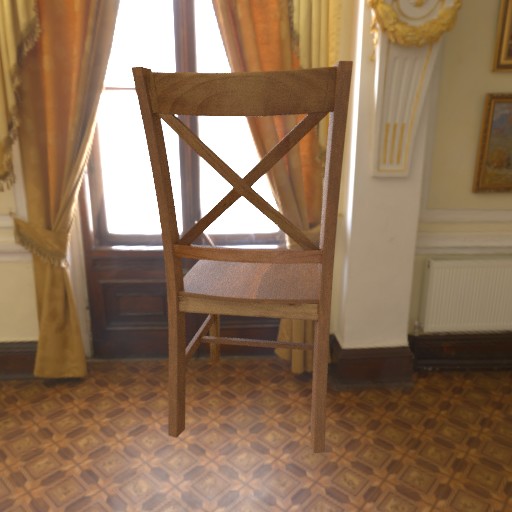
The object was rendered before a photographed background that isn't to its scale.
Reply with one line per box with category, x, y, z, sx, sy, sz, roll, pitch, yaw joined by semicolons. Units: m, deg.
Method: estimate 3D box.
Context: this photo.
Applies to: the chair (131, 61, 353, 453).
chair;0.000;0.000;1.312;0.485;0.983;0.542;2;15;9
